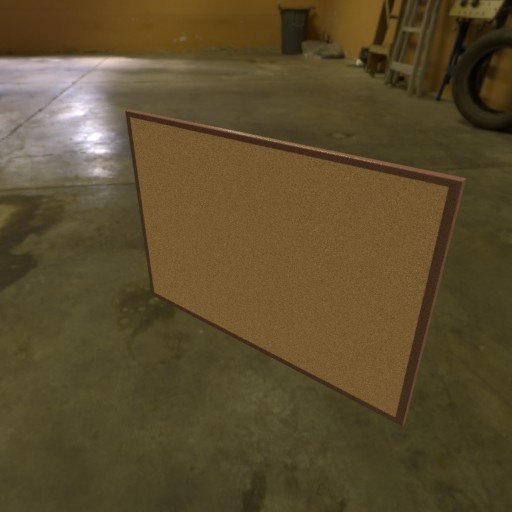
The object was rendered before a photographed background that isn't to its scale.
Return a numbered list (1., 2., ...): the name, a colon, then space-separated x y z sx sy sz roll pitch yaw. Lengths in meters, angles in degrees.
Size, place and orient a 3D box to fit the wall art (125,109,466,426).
1. wall art: 0.000 0.000 0.843 0.660 0.455 0.014 21 36 32
